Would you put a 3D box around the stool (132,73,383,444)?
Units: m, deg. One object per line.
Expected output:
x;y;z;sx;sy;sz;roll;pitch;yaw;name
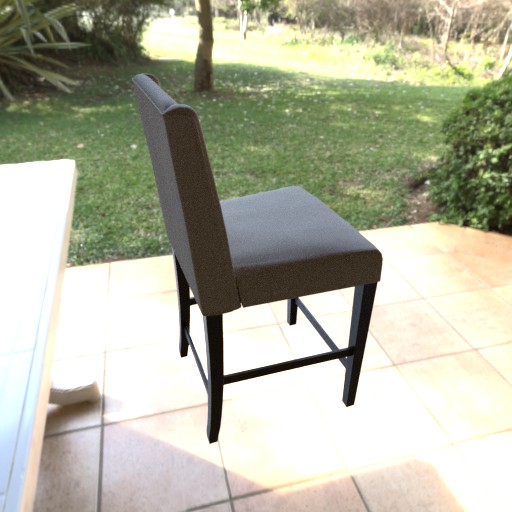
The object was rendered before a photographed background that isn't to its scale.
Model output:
0.000;0.000;1.248;0.509;0.939;0.474;-11;32;-18;stool
